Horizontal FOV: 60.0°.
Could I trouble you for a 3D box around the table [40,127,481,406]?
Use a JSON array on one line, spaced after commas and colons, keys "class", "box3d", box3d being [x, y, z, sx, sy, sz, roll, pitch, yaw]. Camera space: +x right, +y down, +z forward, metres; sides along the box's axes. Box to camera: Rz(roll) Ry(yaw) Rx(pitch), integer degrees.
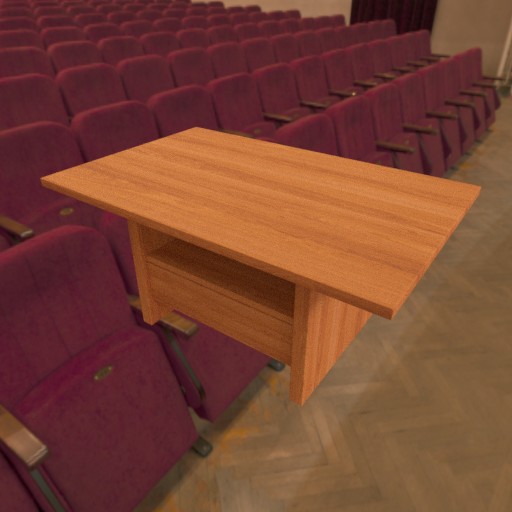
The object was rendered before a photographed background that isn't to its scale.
[{"class": "table", "box3d": [0.000, 0.000, 1.440, 1.100, 0.510, 0.700, 20, 37, 30]}]
